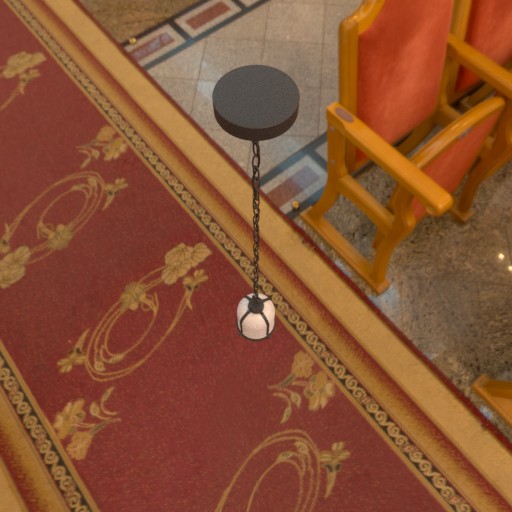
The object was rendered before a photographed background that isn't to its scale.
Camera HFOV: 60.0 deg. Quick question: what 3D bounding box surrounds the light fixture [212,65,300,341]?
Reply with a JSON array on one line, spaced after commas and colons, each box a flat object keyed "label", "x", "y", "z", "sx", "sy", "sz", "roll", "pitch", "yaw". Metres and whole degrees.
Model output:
[{"label": "light fixture", "x": 0.000, "y": 0.000, "z": 1.261, "sx": 0.178, "sy": 1.181, "sz": 0.178, "roll": -36, "pitch": 68, "yaw": -16}]
